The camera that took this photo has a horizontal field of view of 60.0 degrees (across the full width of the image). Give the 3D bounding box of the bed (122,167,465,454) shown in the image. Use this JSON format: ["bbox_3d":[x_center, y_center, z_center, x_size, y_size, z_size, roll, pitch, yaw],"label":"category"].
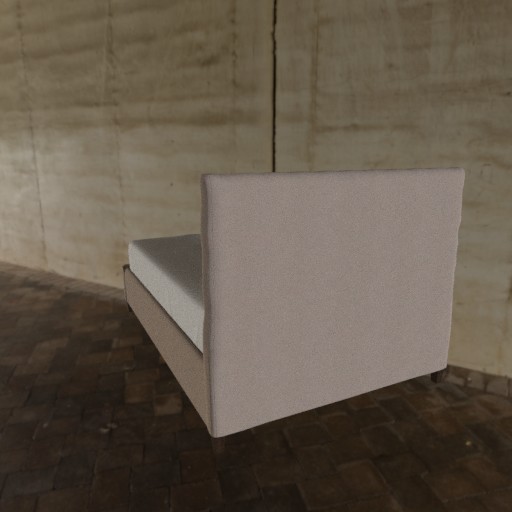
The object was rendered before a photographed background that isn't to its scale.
[{"bbox_3d":[0.000,0.000,3.490,1.698,1.427,2.387,-7,15,-26],"label":"bed"}]
